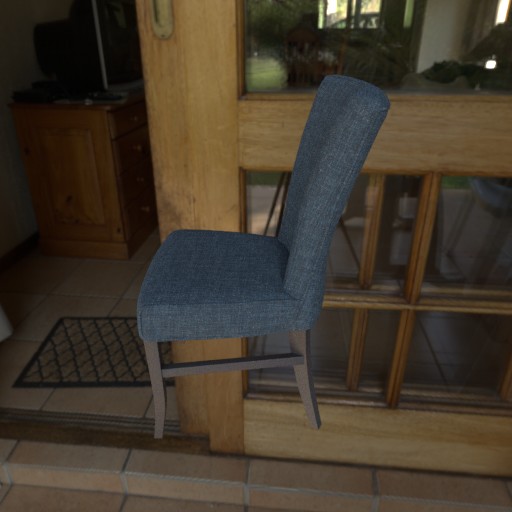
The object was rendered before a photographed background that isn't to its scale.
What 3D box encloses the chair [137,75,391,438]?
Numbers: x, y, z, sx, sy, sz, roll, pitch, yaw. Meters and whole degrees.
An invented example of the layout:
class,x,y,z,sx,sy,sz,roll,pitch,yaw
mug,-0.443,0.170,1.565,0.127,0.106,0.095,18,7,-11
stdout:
class,x,y,z,sx,sy,sz,roll,pitch,yaw
chair,0.000,0.000,1.343,0.660,0.991,0.520,0,26,0
